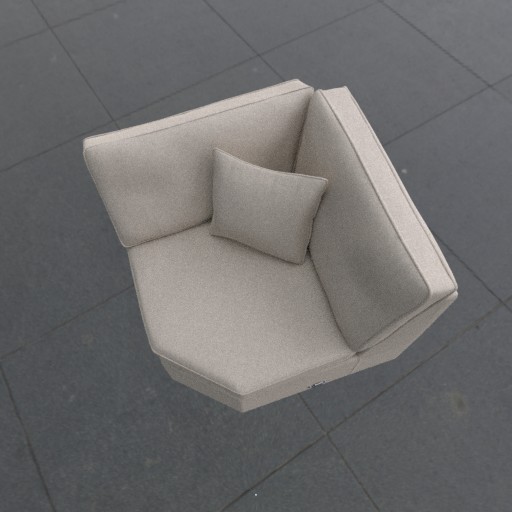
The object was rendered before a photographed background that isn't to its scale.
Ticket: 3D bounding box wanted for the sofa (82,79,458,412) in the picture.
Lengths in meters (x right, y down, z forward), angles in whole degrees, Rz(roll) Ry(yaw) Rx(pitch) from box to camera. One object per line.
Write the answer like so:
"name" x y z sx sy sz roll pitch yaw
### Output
"sofa" 0.000 0.000 1.834 1.050 0.937 1.042 -16 63 -9
